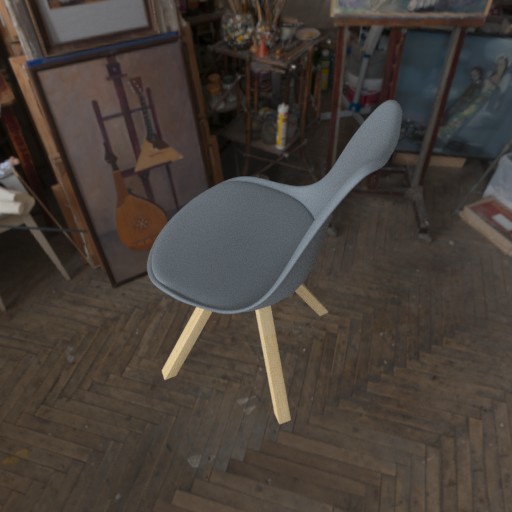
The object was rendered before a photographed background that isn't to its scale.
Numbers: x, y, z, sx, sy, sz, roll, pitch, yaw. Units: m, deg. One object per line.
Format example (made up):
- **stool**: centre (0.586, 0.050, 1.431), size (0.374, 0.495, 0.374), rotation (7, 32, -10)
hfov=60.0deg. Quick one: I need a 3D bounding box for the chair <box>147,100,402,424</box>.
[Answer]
- **chair**: centre (0.000, 0.000, 1.166), size (0.549, 0.850, 0.485), rotation (16, 49, 15)
